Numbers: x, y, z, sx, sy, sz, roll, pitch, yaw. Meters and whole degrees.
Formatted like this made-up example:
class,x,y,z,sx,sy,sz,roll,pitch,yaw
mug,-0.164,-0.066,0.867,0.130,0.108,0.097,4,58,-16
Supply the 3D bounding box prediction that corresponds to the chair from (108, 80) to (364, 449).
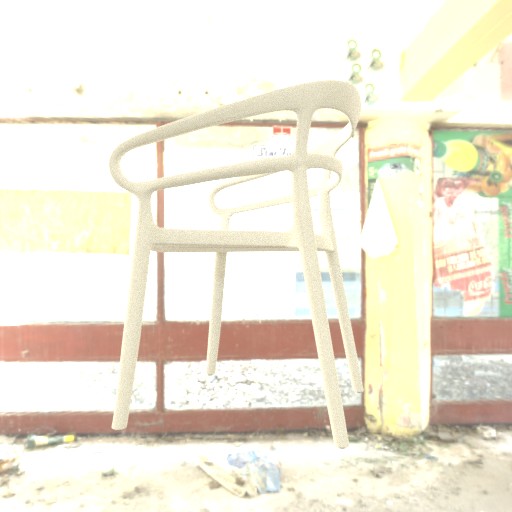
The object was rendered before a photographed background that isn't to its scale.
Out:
class,x,y,z,sx,sy,sz,roll,pitch,yaw
chair,0.000,0.000,1.136,0.527,0.761,0.559,0,-1,18
